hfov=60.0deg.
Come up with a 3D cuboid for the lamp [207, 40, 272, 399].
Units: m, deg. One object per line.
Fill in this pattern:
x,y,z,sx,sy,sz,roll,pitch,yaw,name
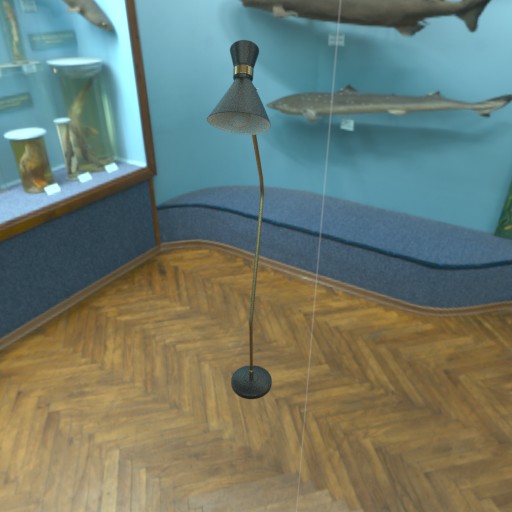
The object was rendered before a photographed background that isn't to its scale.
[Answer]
0.000,0.000,1.627,0.277,1.438,0.467,20,37,29,lamp
